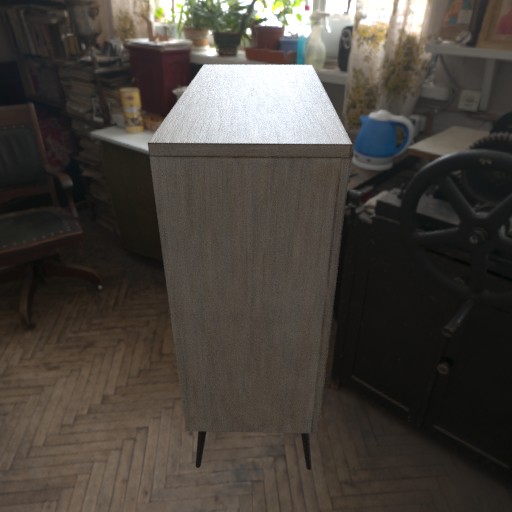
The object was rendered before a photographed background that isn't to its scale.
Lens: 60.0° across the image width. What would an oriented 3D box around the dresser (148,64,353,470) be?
[{"bbox_3d":[0.000,0.000,1.718,0.457,1.219,1.016,1,32,1],"label":"dresser"}]
